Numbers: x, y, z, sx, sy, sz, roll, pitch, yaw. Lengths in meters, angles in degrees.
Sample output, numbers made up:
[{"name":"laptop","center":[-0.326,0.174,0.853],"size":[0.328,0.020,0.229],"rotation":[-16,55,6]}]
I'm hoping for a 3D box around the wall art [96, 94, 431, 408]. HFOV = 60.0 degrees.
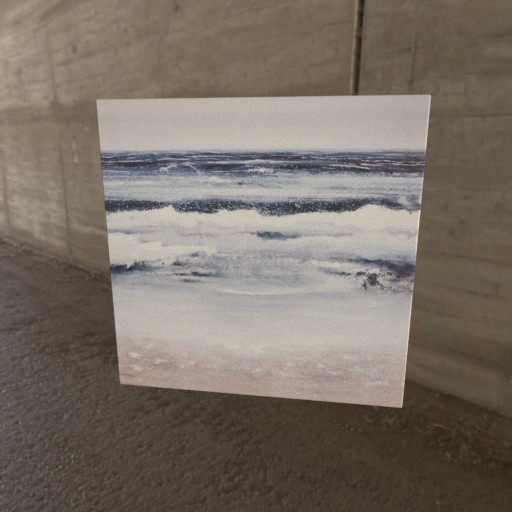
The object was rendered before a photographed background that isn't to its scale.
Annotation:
[{"name":"wall art","center":[0.000,0.000,1.110],"size":[0.755,0.747,0.065],"rotation":[2,15,8]}]
